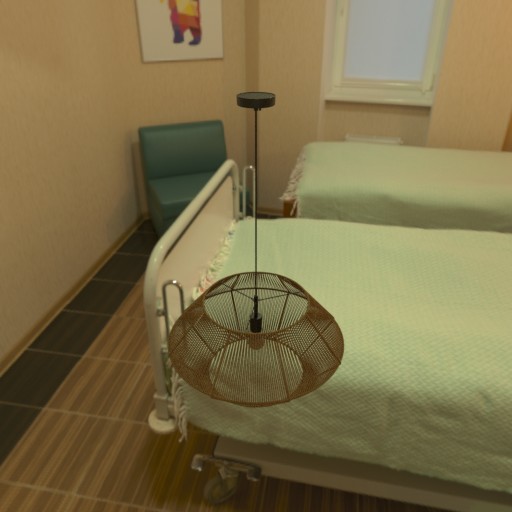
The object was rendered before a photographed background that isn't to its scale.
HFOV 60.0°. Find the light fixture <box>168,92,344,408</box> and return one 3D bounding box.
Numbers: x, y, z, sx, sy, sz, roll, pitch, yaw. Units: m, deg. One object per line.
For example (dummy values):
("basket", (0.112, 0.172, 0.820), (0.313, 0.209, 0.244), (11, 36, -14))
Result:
("light fixture", (0.000, 0.000, 1.458), (0.643, 1.009, 0.643), (0, 30, 0))
